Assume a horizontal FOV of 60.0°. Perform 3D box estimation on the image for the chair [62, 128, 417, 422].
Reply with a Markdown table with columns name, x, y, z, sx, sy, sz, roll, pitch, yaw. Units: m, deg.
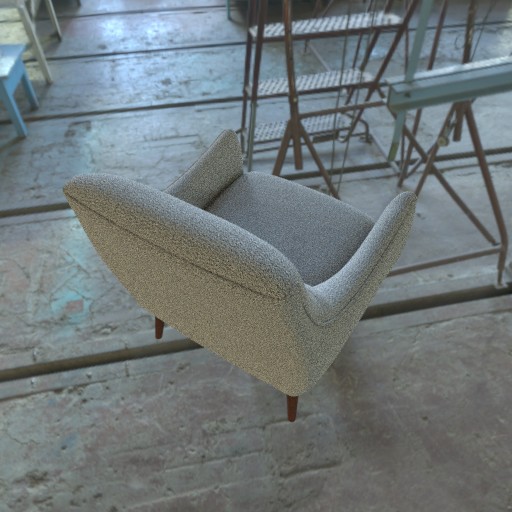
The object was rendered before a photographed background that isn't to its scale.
| name | x | y | z | sx | sy | sz | roll | pitch | yaw |
| --- | --- | --- | --- | --- | --- | --- | --- | --- | --- |
| chair | 0.000 | 0.000 | 1.428 | 0.762 | 0.838 | 0.787 | 25 | 52 | 22 |
